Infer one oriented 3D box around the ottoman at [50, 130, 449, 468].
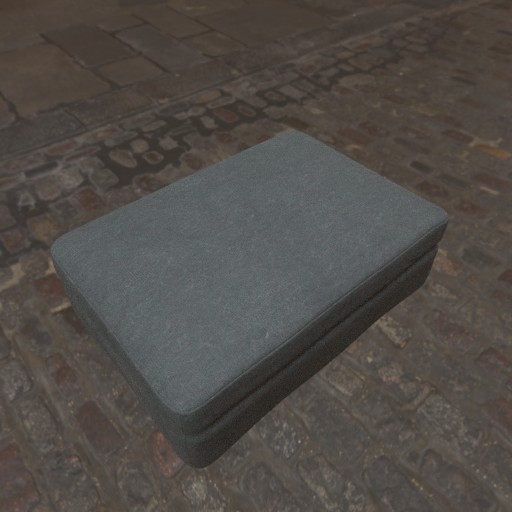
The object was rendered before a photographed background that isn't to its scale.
[{"bbox_3d":[0.000,0.000,1.626,1.199,0.429,0.840,-32,53,-27],"label":"ottoman"}]
